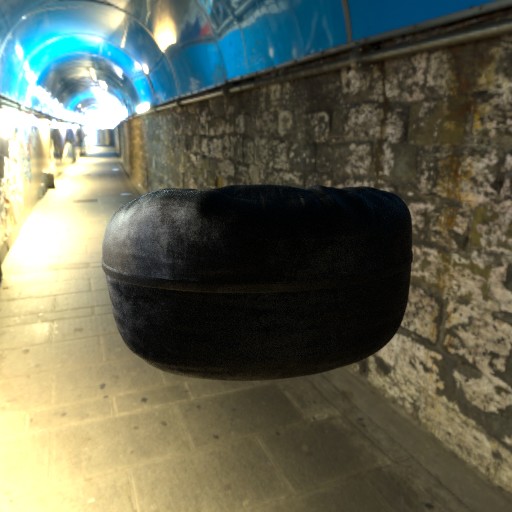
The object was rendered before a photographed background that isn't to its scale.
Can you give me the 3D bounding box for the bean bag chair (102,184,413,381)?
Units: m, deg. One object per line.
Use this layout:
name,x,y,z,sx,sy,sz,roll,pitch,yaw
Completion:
bean bag chair,0.000,0.000,2.413,1.524,0.878,1.524,-2,15,-9
